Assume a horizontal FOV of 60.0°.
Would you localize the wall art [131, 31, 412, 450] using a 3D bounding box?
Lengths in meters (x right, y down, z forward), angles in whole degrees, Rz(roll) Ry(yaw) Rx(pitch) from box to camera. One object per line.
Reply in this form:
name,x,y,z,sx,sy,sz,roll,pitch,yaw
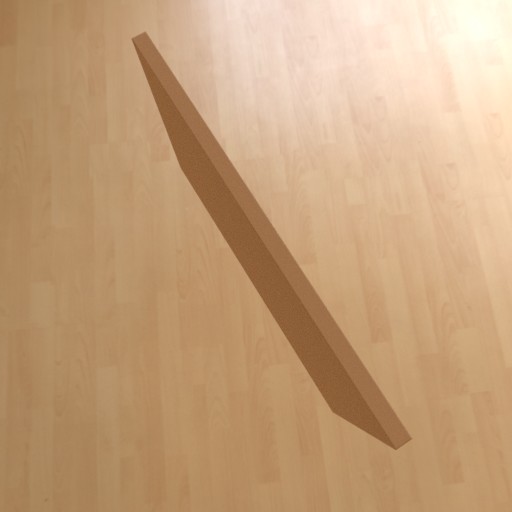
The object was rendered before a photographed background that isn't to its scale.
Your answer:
wall art,0.000,0.000,1.106,0.033,0.608,0.915,-31,78,-7
